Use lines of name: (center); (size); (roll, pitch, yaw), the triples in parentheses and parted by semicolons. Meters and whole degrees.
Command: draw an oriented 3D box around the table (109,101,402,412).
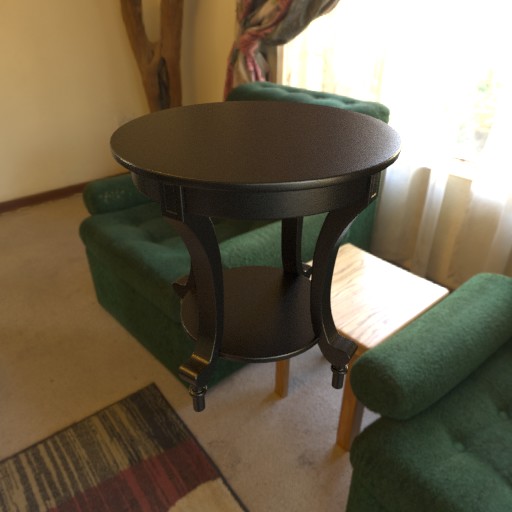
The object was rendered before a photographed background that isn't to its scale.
table: (0.000, 0.000, 1.094); (0.597, 0.618, 0.597); (0, 31, 0)
